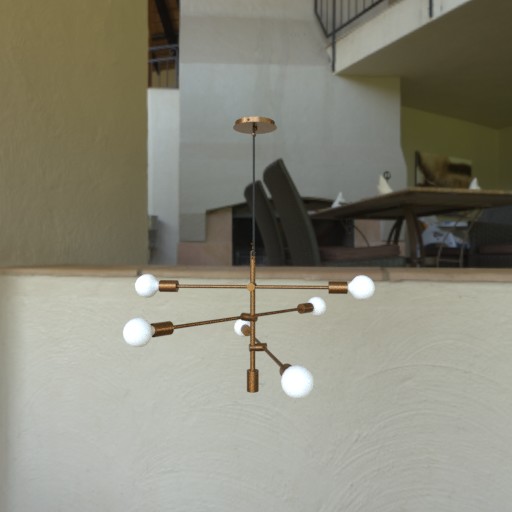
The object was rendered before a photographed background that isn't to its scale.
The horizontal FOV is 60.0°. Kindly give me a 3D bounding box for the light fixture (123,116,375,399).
[{"bbox_3d":[0.000,0.000,1.231,0.637,0.744,0.682,0,0,18],"label":"light fixture"}]
